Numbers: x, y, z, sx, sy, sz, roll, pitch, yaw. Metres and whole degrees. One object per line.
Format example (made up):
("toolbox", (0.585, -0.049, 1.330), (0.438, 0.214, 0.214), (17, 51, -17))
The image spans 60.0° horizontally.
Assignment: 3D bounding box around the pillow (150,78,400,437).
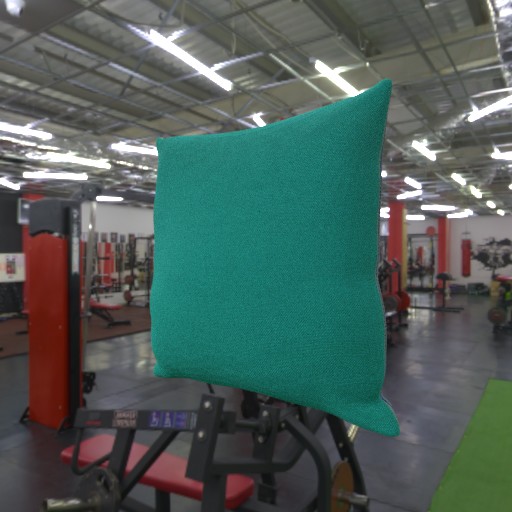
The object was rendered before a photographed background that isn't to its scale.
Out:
("pillow", (0.000, 0.000, 0.671), (0.440, 0.441, 0.182), (0, 0, 36))
